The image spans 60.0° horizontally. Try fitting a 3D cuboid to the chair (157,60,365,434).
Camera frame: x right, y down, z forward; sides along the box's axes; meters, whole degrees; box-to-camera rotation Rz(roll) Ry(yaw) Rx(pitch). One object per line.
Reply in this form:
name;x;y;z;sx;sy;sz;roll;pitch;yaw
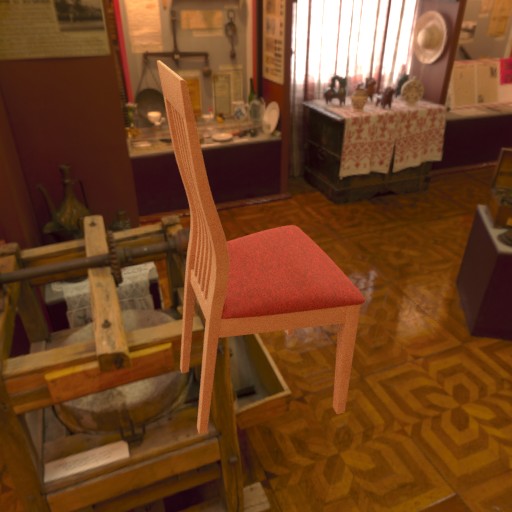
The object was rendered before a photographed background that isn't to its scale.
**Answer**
chair;0.000;0.000;1.283;0.474;1.027;0.460;-10;32;-17
